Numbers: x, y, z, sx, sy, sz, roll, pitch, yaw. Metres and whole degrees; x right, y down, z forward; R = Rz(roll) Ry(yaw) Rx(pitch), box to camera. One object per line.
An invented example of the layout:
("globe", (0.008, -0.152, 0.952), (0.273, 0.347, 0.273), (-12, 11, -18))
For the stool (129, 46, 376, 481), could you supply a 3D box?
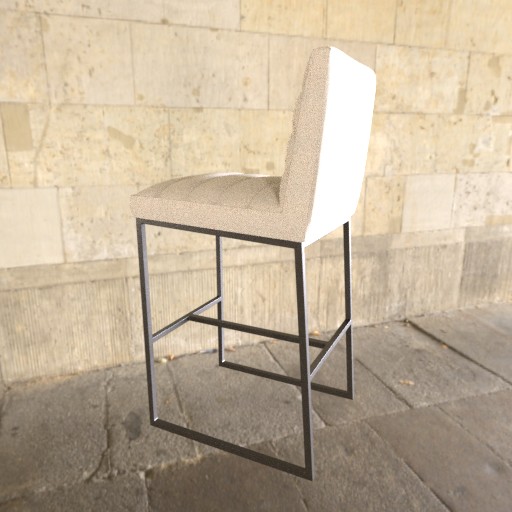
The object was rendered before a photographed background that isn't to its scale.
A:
("stool", (0.000, 0.000, 1.337), (0.573, 1.061, 0.464), (7, 16, 25))
